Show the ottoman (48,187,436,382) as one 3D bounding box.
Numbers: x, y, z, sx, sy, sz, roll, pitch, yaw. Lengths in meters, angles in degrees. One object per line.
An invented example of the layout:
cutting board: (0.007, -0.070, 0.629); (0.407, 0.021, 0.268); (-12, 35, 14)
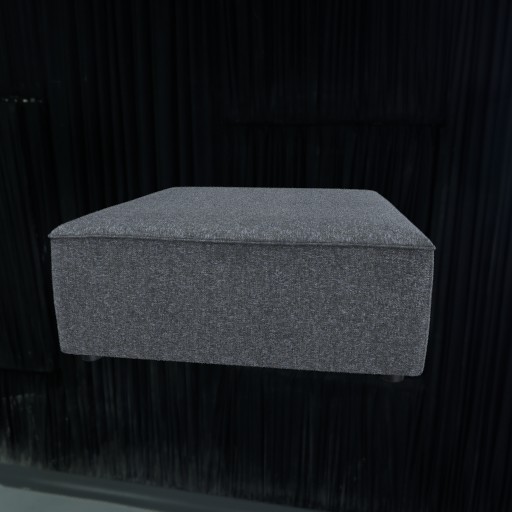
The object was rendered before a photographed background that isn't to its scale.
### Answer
ottoman: (0.000, 0.000, 1.624); (1.021, 0.423, 1.017); (2, 15, 8)
